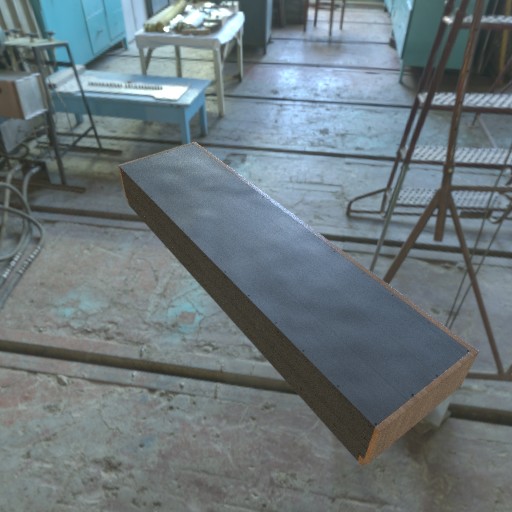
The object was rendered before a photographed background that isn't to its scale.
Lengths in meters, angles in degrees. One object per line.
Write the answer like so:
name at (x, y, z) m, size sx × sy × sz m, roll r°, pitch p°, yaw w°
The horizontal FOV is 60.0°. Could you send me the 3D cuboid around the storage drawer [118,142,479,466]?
storage drawer at (0.000, 0.000, 2.183) m, size 0.538 × 0.264 × 2.032 m, roll -25°, pitch 47°, yaw -26°
